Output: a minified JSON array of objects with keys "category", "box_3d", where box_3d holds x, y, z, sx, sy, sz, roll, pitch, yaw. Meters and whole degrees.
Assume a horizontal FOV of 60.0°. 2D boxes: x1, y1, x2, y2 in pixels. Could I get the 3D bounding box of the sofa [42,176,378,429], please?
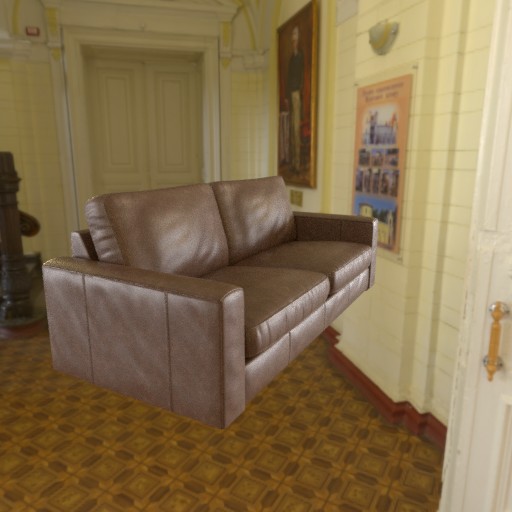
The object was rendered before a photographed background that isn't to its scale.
[{"category":"sofa","box_3d":[0.000,0.000,2.710,1.016,0.873,2.179,7,15,28]}]
